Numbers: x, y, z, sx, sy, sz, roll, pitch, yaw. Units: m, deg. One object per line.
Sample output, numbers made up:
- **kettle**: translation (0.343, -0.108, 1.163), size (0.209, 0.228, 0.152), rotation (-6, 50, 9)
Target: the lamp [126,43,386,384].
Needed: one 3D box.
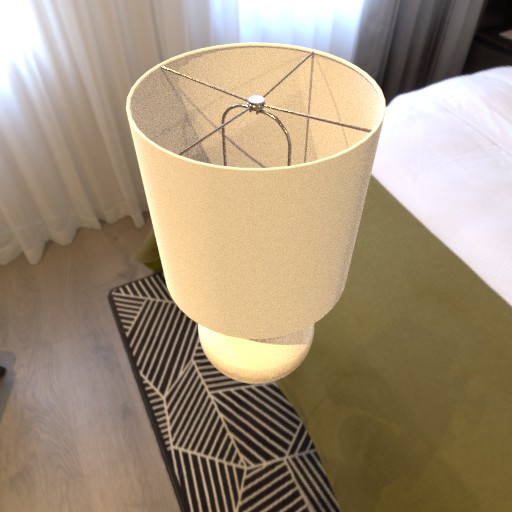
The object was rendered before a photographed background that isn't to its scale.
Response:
- **lamp**: translation (0.000, 0.000, 0.524), size (0.217, 0.404, 0.217), rotation (25, 52, 21)
